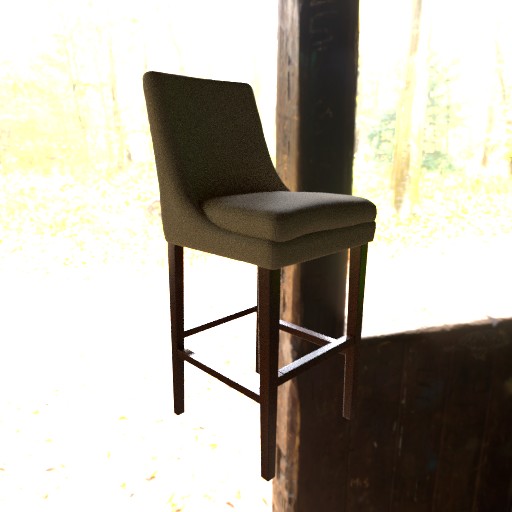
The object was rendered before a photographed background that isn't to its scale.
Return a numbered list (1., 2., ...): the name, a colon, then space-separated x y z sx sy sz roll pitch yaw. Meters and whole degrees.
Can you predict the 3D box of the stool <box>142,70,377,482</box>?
1. stool: 0.000 0.000 1.366 0.470 1.078 0.577 -14 20 -43
